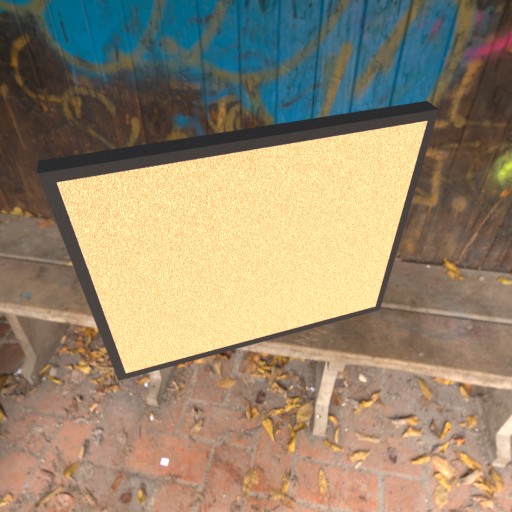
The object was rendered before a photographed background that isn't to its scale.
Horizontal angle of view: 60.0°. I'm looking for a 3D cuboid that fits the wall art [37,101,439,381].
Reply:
[{"bbox_3d":[0.000,0.000,0.752,0.554,0.454,0.030,-13,44,-13],"label":"wall art"}]
